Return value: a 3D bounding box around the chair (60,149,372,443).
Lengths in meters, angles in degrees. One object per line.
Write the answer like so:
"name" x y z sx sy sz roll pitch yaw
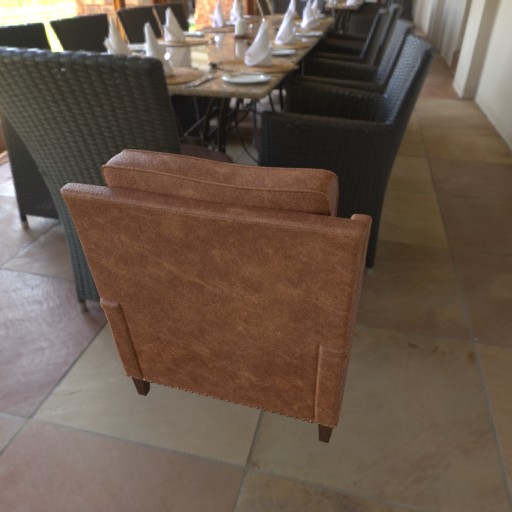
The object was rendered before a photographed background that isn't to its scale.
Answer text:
"chair" 0.000 0.000 1.791 0.854 1.054 1.035 9 33 14
